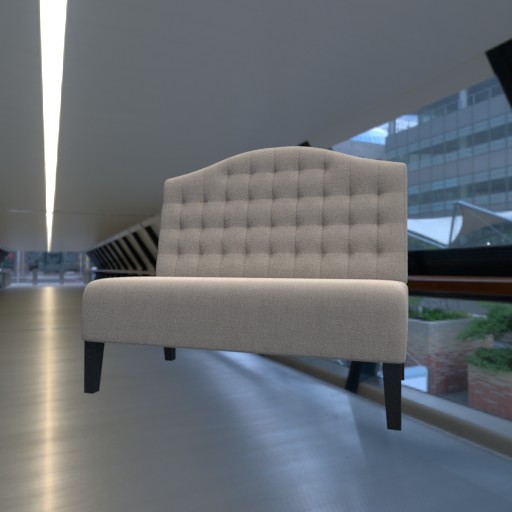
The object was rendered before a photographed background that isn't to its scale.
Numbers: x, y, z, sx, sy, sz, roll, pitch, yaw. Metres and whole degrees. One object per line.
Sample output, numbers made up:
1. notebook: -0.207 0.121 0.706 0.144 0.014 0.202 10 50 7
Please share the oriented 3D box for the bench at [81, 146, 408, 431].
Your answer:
1. bench: 0.000 0.000 2.061 1.335 1.180 0.815 0 -1 19
